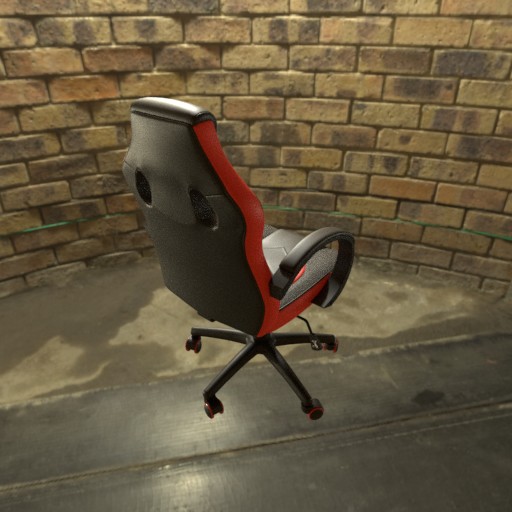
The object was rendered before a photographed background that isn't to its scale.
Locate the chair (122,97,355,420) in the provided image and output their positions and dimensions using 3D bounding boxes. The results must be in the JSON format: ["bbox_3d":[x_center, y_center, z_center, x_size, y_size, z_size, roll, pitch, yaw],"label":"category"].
[{"bbox_3d":[0.000,0.000,1.389,0.600,1.016,0.642,23,37,34],"label":"chair"}]
